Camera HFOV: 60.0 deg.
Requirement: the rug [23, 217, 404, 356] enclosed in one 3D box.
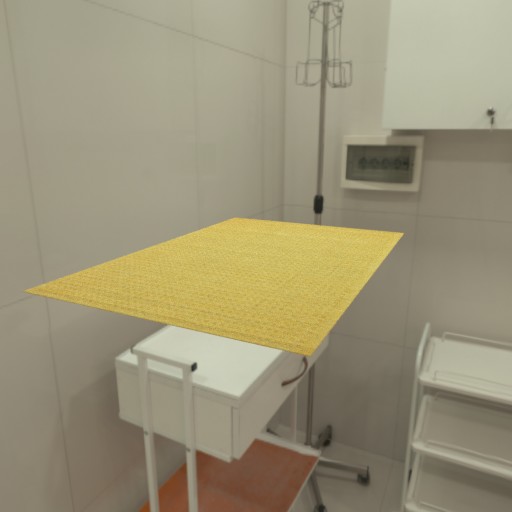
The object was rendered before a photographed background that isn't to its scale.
[{"bbox_3d":[0.000,0.000,3.736,1.981,0.006,2.895,7,17,25],"label":"rug"}]
